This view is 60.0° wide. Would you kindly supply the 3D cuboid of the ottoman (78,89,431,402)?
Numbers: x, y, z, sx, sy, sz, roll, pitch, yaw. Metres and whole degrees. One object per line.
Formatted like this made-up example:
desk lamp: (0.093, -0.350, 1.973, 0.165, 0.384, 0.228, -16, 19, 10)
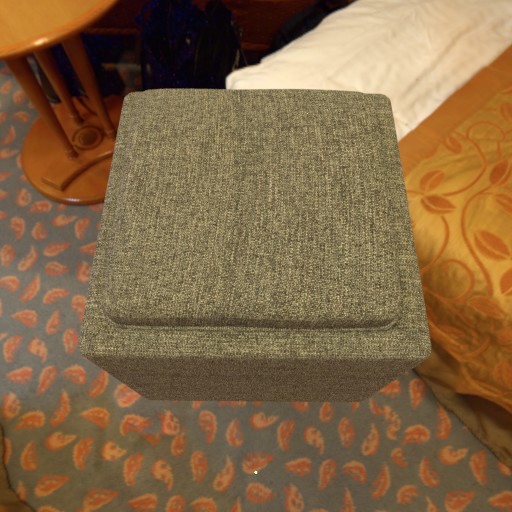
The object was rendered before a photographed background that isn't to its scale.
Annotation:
ottoman: (0.000, 0.000, 0.801, 0.450, 0.460, 0.450, 0, 64, 0)
